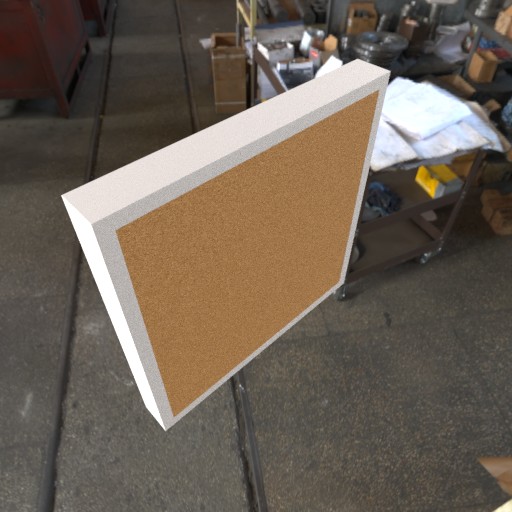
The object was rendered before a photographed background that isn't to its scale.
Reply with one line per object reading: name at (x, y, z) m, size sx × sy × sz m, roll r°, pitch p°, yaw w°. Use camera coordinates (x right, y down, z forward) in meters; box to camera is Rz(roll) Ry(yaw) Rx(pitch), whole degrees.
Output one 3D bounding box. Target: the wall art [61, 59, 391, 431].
wall art at (0.000, 0.000, 0.453) m, size 0.305 × 0.302 × 0.038 m, roll -34°, pitch 55°, yaw -28°
